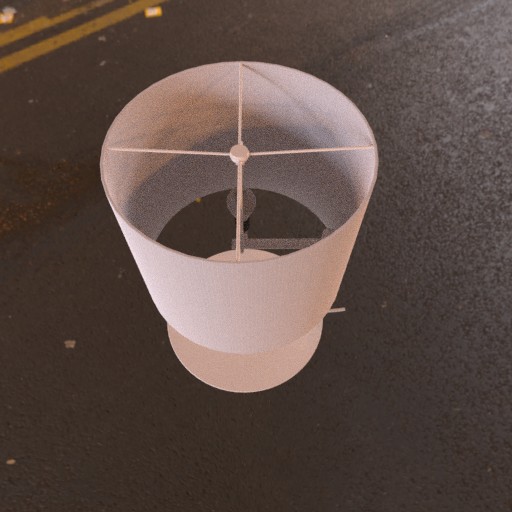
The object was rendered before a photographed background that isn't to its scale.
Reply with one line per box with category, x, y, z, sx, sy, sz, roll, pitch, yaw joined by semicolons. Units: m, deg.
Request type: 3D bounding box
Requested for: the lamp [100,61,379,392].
lamp;0.000;0.000;0.675;0.341;0.454;0.299;0;58;0
